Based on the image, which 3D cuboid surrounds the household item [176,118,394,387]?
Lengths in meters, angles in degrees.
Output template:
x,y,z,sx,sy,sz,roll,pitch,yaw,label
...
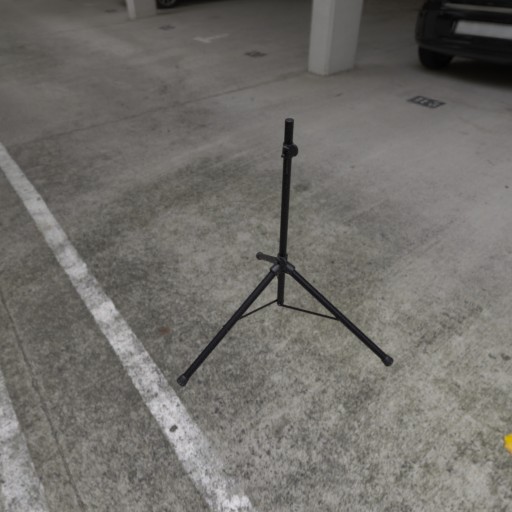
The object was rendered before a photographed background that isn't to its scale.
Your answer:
x,y,z,sx,sy,sz,roll,pitch,yaw,label
0.000,0.000,1.904,0.907,1.136,1.045,-25,47,-27,household item
